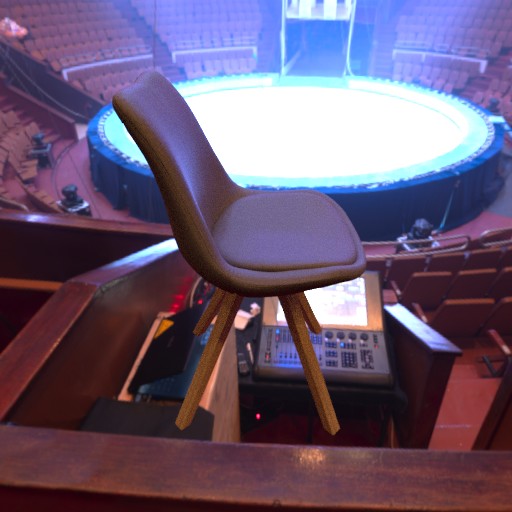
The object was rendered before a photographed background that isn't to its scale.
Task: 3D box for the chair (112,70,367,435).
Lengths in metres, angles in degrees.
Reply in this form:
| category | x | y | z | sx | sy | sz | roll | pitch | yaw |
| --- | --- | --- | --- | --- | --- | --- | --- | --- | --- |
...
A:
| category | x | y | z | sx | sy | sz | roll | pitch | yaw |
| --- | --- | --- | --- | --- | --- | --- | --- | --- | --- |
| chair | 0.000 | 0.000 | 1.153 | 0.547 | 0.865 | 0.483 | 0 | 32 | 0 |
